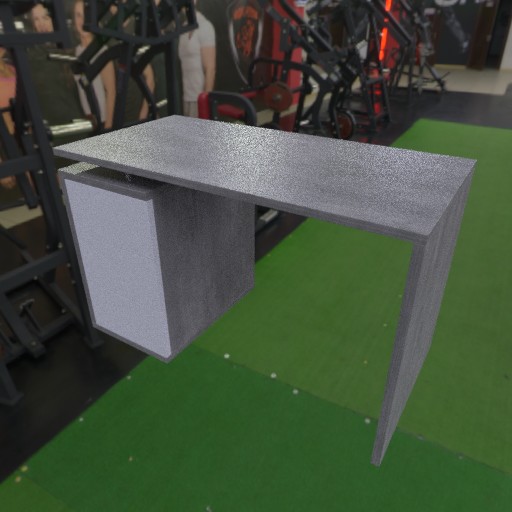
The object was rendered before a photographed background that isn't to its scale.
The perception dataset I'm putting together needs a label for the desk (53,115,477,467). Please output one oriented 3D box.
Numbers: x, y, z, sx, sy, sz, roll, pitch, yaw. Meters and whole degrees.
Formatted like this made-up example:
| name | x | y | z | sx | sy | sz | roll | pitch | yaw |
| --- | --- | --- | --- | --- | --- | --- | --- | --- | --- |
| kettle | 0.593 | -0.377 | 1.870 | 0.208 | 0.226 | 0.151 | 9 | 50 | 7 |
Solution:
| name | x | y | z | sx | sy | sz | roll | pitch | yaw |
| --- | --- | --- | --- | --- | --- | --- | --- | --- | --- |
| desk | 0.000 | 0.000 | 1.578 | 1.200 | 0.740 | 0.600 | 17 | 34 | 28 |
